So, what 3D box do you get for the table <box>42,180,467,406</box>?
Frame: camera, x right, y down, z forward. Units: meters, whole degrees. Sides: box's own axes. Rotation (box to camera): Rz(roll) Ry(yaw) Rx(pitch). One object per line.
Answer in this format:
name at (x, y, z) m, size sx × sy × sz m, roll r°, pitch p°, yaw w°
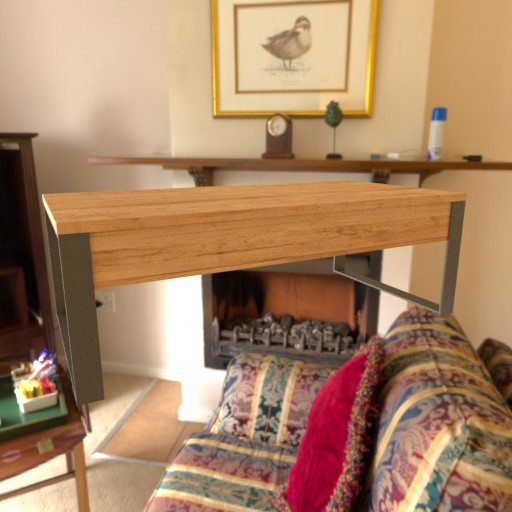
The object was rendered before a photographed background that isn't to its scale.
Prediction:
table at (0.000, 0.000, 1.425) m, size 1.180 × 0.400 × 0.590 m, roll -7°, pitch 16°, yaw -27°
